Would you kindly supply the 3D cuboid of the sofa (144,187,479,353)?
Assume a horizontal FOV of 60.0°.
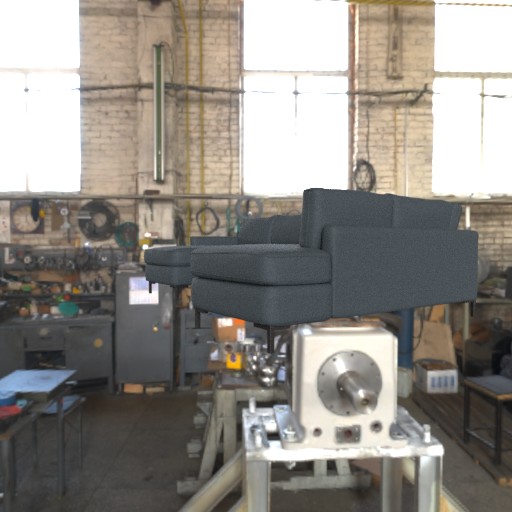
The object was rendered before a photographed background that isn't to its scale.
[{"bbox_3d":[0.000,0.000,3.847,1.984,0.858,2.975,-1,2,-35],"label":"sofa"}]
